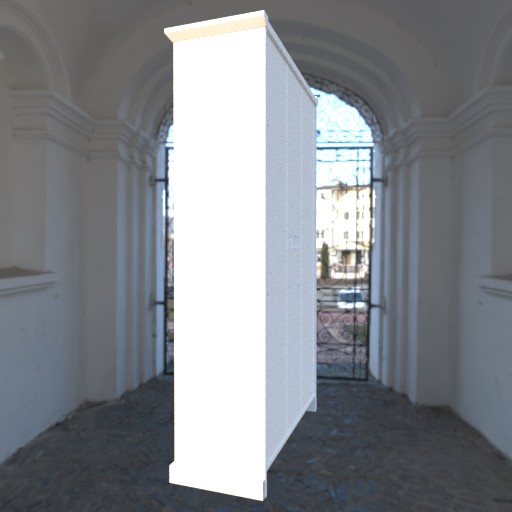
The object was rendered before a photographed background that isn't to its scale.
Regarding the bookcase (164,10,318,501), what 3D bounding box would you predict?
[{"bbox_3d":[0.000,0.000,2.258,0.432,1.880,1.050,0,1,19],"label":"bookcase"}]
